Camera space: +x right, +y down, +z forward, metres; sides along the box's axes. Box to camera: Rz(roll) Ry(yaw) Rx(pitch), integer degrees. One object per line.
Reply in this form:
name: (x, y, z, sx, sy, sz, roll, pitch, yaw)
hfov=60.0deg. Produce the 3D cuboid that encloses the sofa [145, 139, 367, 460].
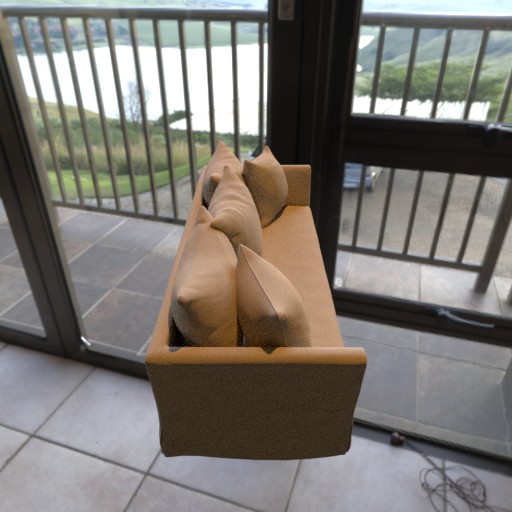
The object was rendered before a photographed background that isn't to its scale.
sofa: (0.000, 0.000, 3.116, 1.046, 1.047, 2.499, 0, 31, 0)
